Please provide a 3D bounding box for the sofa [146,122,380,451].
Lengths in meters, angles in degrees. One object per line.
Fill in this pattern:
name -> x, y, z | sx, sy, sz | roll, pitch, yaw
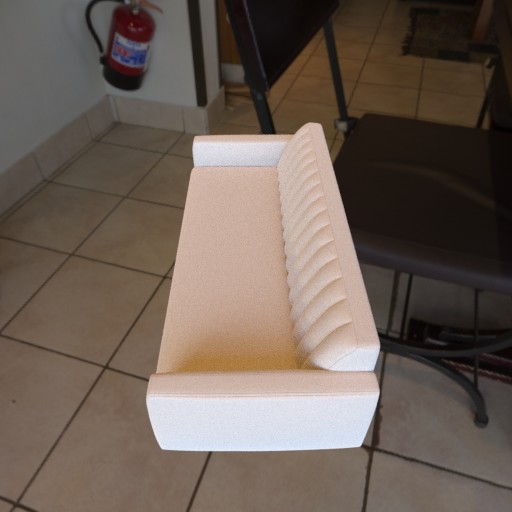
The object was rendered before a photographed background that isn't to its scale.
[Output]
sofa -> 0.000, 0.000, 2.766 | 0.990, 0.821, 2.291 | -1, 43, -1
